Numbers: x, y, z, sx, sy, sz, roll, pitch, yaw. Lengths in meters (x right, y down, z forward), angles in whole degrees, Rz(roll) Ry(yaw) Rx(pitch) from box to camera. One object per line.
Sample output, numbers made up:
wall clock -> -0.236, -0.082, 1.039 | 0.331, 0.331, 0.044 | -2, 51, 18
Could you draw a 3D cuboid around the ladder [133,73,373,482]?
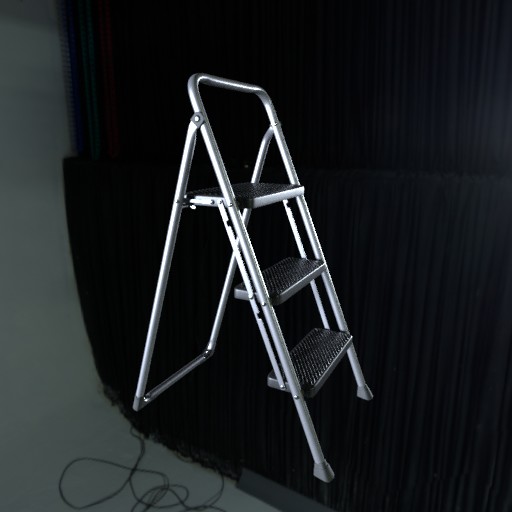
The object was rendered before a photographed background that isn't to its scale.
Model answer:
ladder -> 0.000, 0.000, 1.260 | 0.629, 0.945, 0.430 | 8, 16, 27
